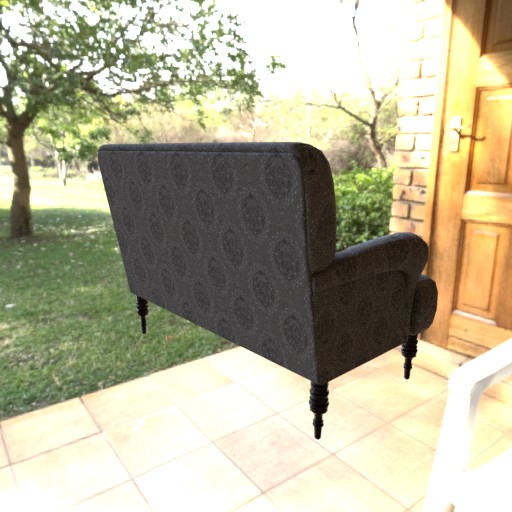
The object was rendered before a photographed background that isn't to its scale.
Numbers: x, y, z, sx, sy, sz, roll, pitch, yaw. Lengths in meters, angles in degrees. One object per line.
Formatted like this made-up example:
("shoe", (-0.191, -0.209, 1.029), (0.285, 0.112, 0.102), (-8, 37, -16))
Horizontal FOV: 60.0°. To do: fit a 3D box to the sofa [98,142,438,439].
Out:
("sofa", (0.000, 0.000, 1.809), (0.779, 0.889, 1.297), (-12, 18, -41))
